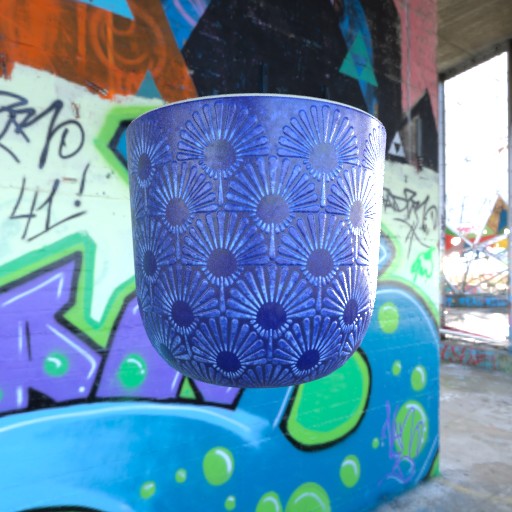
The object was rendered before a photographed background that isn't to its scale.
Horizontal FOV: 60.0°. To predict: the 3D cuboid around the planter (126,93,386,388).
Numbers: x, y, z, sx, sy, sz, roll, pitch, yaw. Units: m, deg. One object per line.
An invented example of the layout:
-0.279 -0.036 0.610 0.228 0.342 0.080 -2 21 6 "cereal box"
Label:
0.000 0.000 0.364 0.206 0.190 0.206 0 -1 0 "planter"
